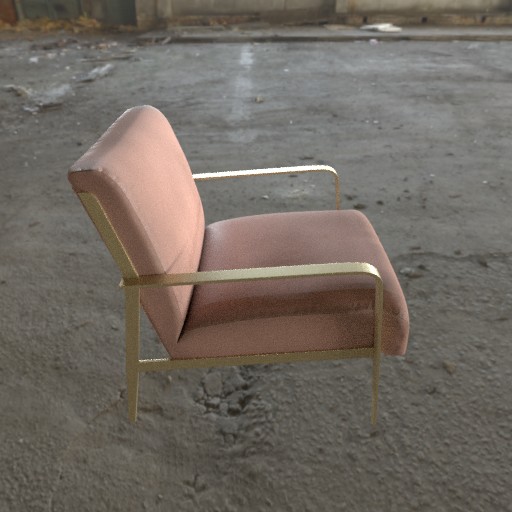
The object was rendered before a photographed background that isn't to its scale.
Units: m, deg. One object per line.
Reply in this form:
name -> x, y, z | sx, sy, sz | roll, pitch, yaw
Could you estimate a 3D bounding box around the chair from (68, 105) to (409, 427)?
chair -> 0.000, 0.000, 1.431 | 0.848, 0.823, 0.701 | 0, 32, 0
